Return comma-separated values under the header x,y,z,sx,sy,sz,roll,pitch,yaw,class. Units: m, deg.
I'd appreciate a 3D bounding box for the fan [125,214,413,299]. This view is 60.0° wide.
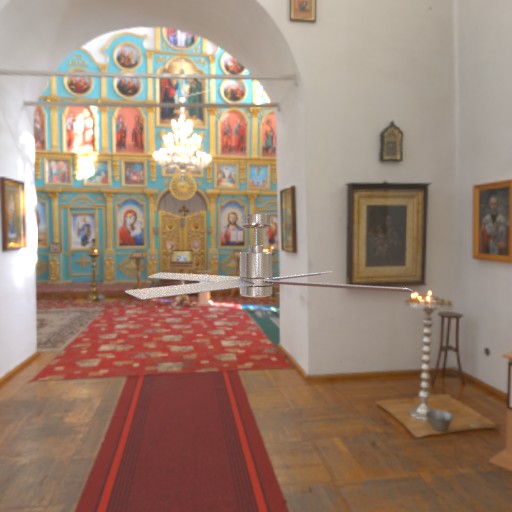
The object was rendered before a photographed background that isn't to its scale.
x,y,z,sx,sy,sz,roll,pitch,yaw,class
0.000,0.000,1.919,1.322,0.355,1.322,1,2,36,fan
